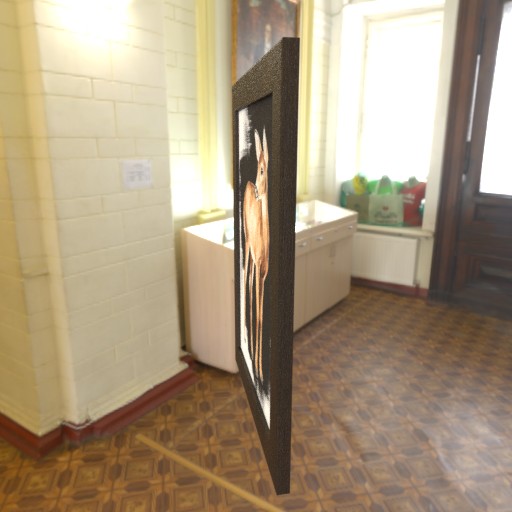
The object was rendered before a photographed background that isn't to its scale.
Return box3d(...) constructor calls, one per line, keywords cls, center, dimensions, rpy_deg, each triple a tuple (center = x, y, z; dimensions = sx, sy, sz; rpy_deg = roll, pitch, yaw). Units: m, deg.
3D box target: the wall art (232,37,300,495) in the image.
box3d(cls="wall art", center=(0.000, 0.000, 0.651), dimensions=(0.017, 0.513, 0.359), rpy_deg=(-3, 14, -10))
